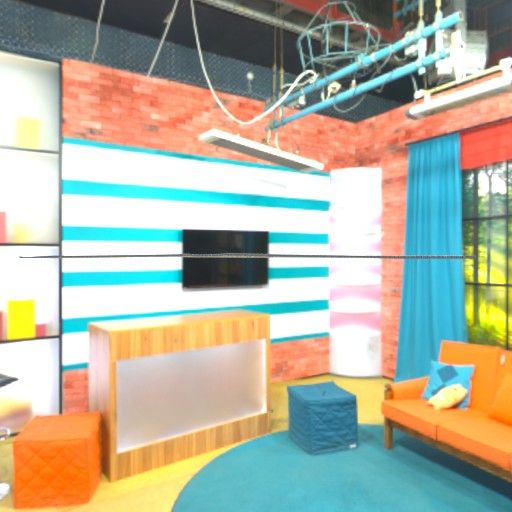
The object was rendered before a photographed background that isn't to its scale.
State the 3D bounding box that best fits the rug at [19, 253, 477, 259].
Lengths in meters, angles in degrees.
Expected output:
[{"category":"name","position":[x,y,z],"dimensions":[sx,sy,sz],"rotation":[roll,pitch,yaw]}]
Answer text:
[{"category":"rug","position":[0.000,0.000,2.233],"dimensions":[1.853,0.022,1.174],"rotation":[0,0,18]}]
